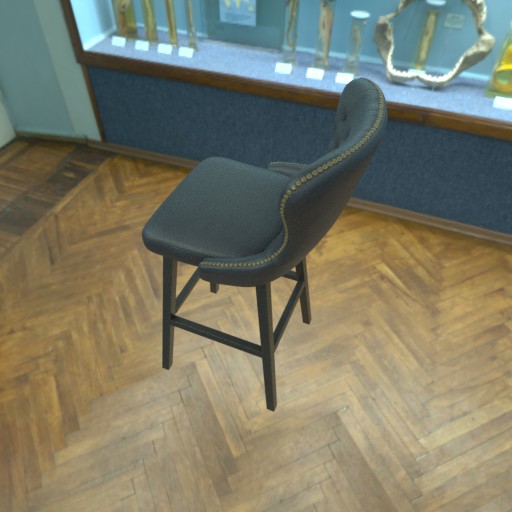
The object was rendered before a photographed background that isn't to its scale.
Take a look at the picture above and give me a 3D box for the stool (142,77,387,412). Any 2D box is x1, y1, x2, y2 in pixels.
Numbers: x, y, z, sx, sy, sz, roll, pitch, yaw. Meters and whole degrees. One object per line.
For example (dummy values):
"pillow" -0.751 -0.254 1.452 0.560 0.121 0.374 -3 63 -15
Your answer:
"stool" 0.000 0.000 1.397 0.601 1.050 0.528 17 48 16
